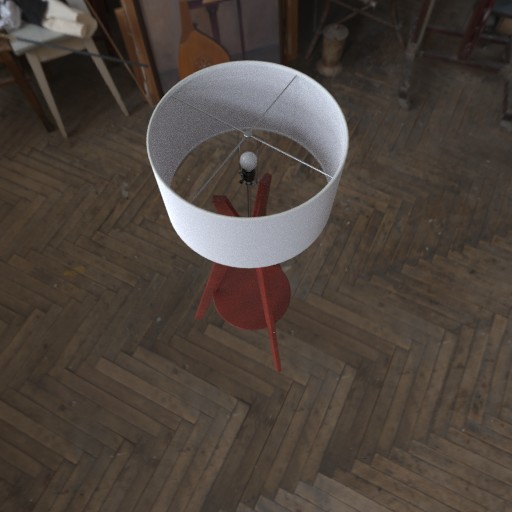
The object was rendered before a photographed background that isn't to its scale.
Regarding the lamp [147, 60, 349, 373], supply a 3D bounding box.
[{"bbox_3d":[0.000,0.000,1.714,0.539,1.472,0.542,30,68,13],"label":"lamp"}]
